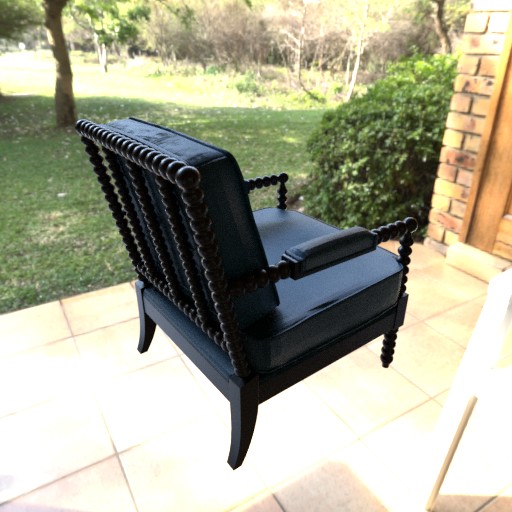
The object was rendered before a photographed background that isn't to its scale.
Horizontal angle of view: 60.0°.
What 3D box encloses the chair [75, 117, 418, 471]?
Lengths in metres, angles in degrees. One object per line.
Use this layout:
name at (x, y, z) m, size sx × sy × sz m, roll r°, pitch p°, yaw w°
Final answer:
chair at (0.000, 0.000, 1.410) m, size 0.805 × 0.857 × 0.688 m, roll -19°, pitch 33°, yaw -32°
